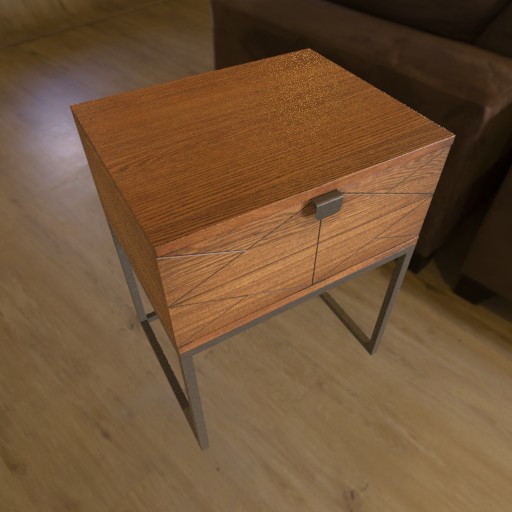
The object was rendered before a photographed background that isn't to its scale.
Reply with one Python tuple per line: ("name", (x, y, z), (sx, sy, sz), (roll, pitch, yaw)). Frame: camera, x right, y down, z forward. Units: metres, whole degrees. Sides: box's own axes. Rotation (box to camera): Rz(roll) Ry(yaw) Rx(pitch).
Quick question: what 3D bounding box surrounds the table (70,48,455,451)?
("table", (0.000, 0.000, 0.917), (0.482, 0.610, 0.400), (-23, 50, -20))
